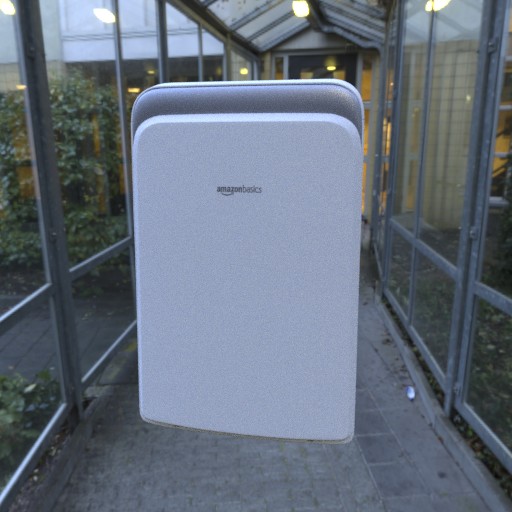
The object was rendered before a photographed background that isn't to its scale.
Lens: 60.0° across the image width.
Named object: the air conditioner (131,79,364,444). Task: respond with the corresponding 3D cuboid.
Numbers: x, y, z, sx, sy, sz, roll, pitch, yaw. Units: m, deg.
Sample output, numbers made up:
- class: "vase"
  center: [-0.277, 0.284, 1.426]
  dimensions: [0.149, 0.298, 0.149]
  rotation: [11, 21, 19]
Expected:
- class: "air conditioner"
  center: [0.000, 0.000, 0.945]
  dimensions: [0.454, 0.700, 0.365]
  rotation: [2, 14, 10]
